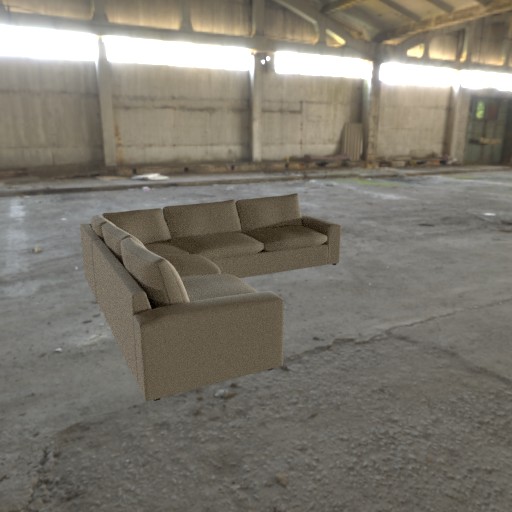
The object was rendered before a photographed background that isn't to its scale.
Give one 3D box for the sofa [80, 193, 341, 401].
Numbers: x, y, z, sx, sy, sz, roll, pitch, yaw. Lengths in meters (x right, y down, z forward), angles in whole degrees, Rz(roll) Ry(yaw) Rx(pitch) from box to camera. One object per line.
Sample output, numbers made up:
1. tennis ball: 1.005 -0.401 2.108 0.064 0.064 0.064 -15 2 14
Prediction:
1. sofa: 0.000 0.000 4.796 3.206 0.918 3.066 -8 17 -27
